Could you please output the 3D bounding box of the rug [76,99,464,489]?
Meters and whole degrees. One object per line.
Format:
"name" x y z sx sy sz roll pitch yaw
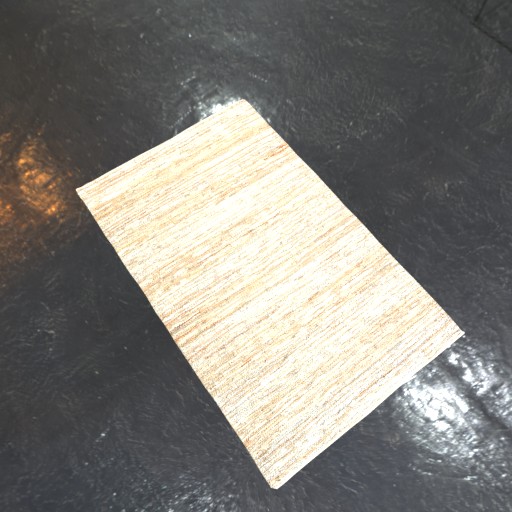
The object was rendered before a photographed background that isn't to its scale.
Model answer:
"rug" 0.000 0.000 3.051 1.529 0.009 2.446 -33 70 -14
